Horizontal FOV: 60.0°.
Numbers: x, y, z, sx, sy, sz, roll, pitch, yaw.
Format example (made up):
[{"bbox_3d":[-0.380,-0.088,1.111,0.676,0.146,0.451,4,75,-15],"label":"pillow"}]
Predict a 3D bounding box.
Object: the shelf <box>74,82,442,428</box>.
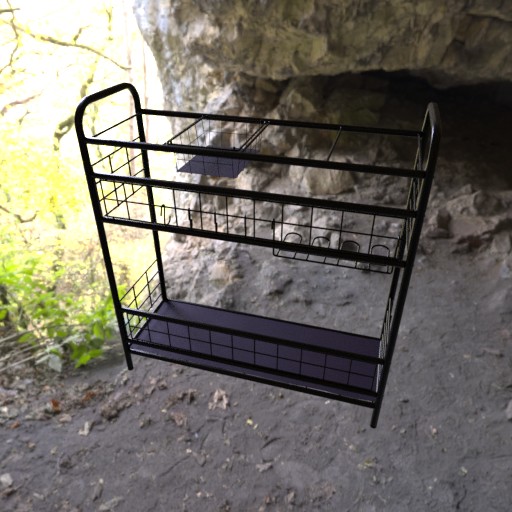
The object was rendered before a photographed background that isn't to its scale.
[{"bbox_3d":[0.000,0.000,1.495,0.961,1.026,0.350,9,34,14],"label":"shelf"}]
